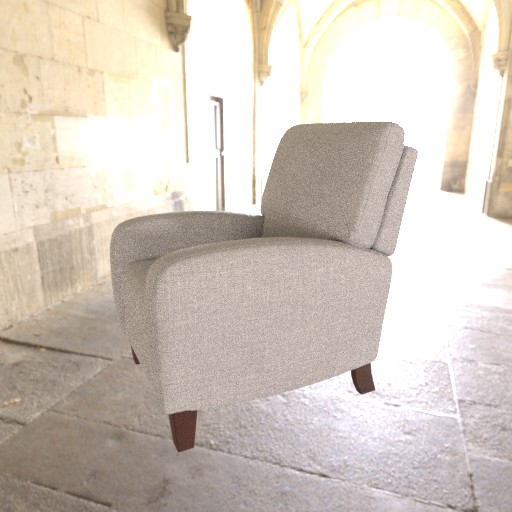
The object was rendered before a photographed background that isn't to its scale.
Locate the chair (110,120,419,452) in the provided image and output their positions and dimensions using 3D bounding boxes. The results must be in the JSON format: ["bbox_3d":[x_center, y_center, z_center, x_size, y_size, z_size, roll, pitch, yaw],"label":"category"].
[{"bbox_3d":[0.000,0.000,1.697,0.990,0.990,0.762,-7,17,-26],"label":"chair"}]
